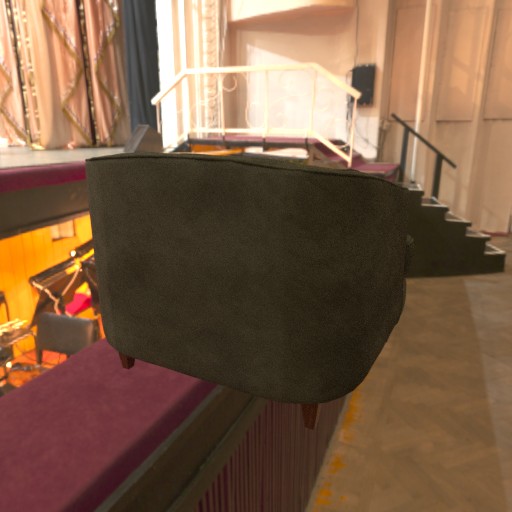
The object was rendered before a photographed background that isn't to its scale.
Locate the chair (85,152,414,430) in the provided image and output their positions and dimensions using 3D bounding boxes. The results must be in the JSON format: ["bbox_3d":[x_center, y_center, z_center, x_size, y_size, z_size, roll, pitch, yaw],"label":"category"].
[{"bbox_3d":[0.000,0.000,1.783,1.104,0.852,0.941,9,19,26],"label":"chair"}]
